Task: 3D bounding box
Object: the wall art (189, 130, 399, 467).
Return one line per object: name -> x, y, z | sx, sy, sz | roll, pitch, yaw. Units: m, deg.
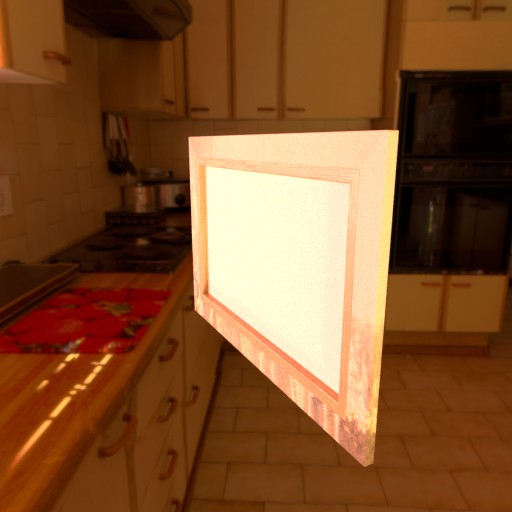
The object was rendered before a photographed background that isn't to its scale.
wall art -> 0.000, 0.000, 1.919 | 0.038, 1.012, 1.525 | -7, 16, -27
